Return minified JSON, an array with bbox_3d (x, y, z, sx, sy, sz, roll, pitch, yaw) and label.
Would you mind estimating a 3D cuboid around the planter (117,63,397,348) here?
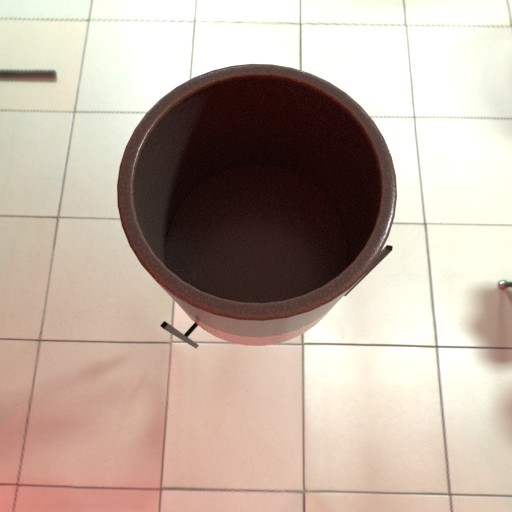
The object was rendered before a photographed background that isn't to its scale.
[{"bbox_3d":[0.000,0.000,0.531,0.250,0.353,0.260,33,76,9],"label":"planter"}]
